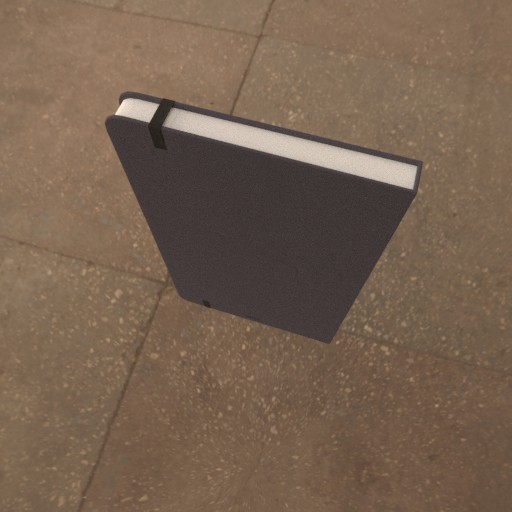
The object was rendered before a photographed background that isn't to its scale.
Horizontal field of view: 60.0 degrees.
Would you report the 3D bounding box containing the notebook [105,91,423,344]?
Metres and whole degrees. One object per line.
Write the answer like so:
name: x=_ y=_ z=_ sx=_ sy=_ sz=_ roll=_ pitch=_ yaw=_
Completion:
notebook: x=0.000 y=0.000 z=0.267 sx=0.127 sy=0.213 sz=0.016 roll=16 pitch=65 yaw=8
